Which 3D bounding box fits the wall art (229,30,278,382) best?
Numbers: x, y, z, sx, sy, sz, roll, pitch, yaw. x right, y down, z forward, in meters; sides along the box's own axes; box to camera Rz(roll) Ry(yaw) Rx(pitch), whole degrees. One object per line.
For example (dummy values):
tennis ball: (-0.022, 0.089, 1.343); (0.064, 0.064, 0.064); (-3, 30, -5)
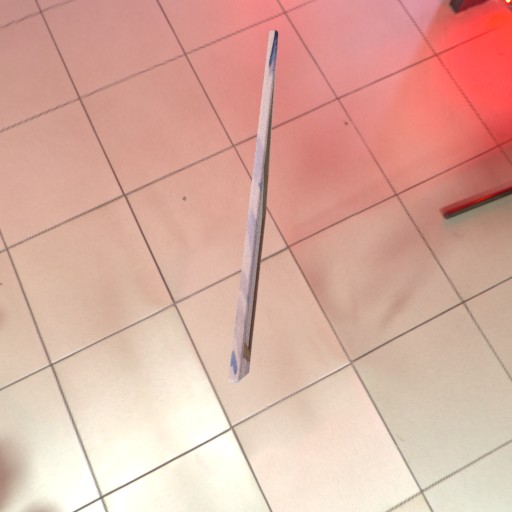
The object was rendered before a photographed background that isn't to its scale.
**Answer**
wall art: (0.000, 0.000, 1.161); (0.016, 0.914, 0.610); (6, 76, 1)
